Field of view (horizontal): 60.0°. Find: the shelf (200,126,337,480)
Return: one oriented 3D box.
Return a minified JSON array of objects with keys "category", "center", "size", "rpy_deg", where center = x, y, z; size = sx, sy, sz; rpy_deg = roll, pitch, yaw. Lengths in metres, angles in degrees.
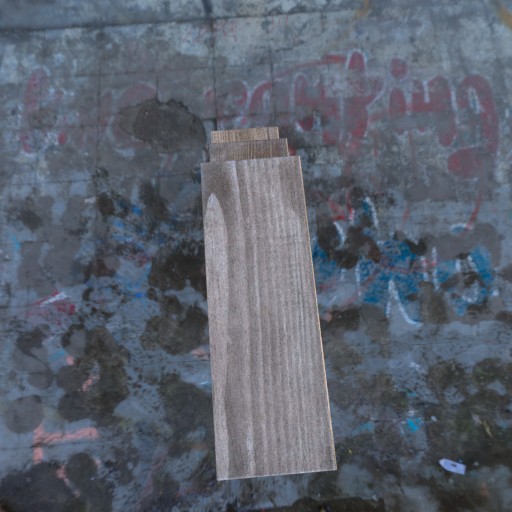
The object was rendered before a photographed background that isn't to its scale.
[{"category":"shelf","center":[0.000,0.000,0.735],"size":[0.140,0.293,0.610],"rpy_deg":[-4,75,-1]}]
